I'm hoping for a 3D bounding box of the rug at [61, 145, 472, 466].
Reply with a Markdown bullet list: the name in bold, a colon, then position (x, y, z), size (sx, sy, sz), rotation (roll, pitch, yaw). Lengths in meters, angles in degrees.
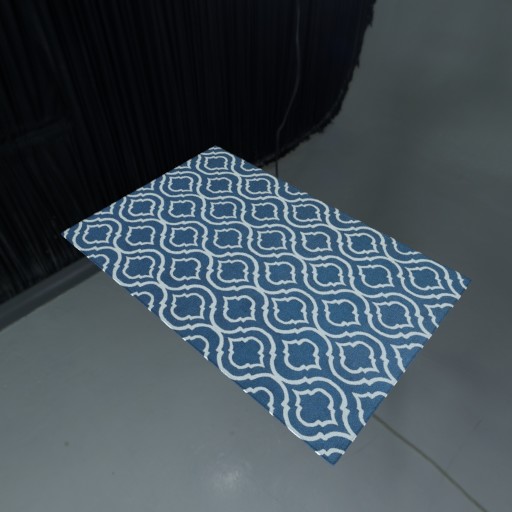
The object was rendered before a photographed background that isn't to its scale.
- **rug**: position (0.000, 0.000, 2.232), size (1.753, 0.010, 1.143), rotation (33, 54, 28)
